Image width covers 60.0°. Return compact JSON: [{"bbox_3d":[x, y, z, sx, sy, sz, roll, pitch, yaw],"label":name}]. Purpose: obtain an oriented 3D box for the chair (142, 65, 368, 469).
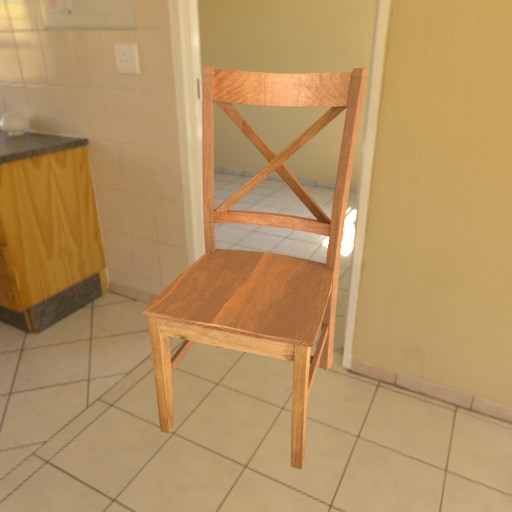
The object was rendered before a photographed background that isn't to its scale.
[{"bbox_3d":[0.000,0.000,1.274,0.485,0.983,0.542,8,26,16],"label":"chair"}]
